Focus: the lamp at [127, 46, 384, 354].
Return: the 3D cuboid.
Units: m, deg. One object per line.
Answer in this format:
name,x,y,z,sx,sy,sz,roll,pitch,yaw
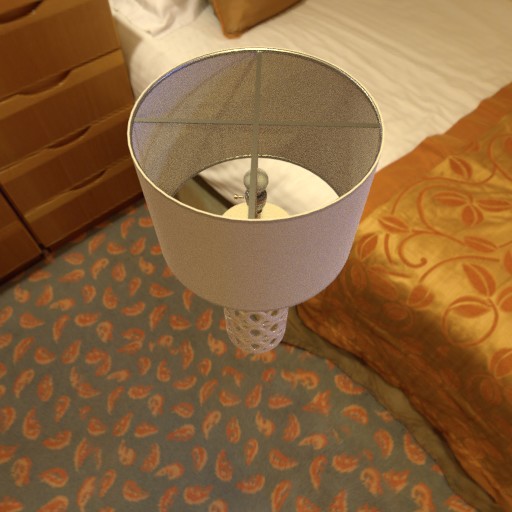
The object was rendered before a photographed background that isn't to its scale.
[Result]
lamp,0.000,0.000,0.833,0.324,0.636,0.325,2,57,1
